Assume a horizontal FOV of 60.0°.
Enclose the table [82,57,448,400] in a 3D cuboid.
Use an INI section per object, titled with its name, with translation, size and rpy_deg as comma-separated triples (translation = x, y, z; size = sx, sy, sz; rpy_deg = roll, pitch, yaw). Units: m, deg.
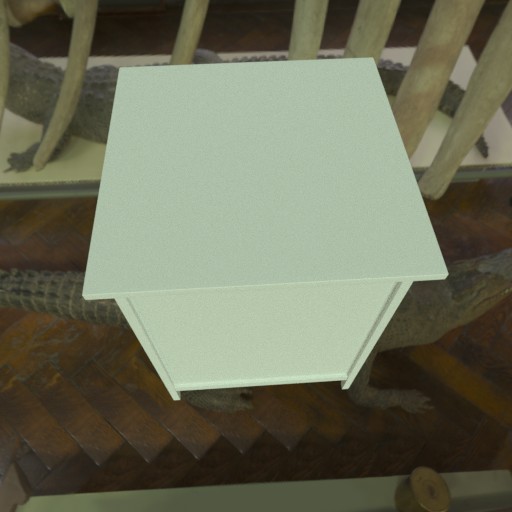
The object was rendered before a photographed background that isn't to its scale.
[table]
translation = 0.000, 0.000, 0.764
size = 0.381, 0.483, 0.381
rpy_deg = -3, 57, -2
